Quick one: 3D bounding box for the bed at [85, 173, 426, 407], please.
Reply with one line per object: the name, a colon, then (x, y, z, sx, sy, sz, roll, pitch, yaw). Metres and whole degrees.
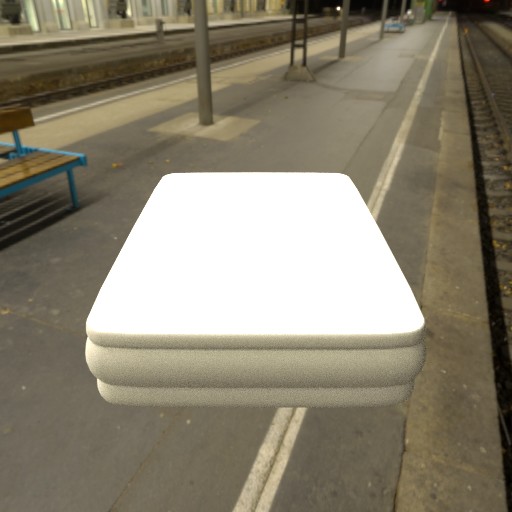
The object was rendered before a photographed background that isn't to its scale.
bed: (0.000, 0.000, 2.733, 1.520, 0.460, 2.036, 0, 30, 0)
